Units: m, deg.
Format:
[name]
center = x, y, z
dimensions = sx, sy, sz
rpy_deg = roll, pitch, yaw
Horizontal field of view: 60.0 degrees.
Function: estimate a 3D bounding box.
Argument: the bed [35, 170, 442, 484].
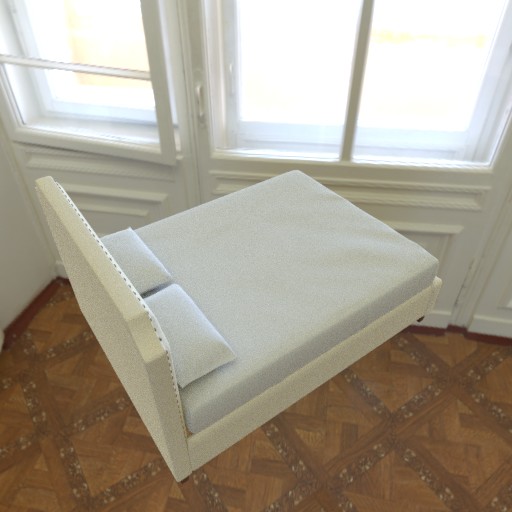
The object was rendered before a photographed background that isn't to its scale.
[bed]
center = 0.000, 0.000, 3.245
dimensions = 2.329, 1.415, 1.703
rpy_deg = -25, 46, -26
